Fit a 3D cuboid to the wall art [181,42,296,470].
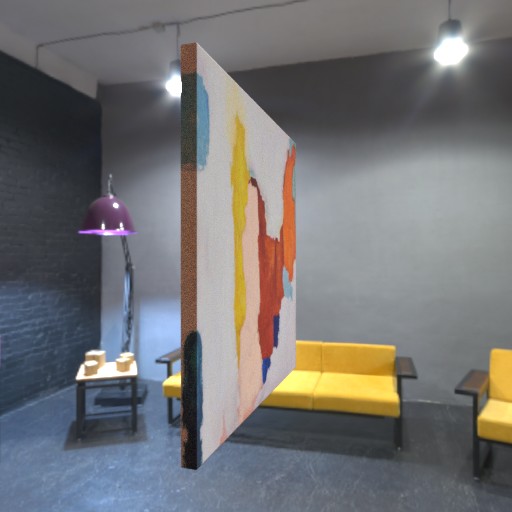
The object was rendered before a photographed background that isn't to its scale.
[{"bbox_3d":[0.000,0.000,1.539,0.044,1.017,1.017,0,0,19],"label":"wall art"}]
